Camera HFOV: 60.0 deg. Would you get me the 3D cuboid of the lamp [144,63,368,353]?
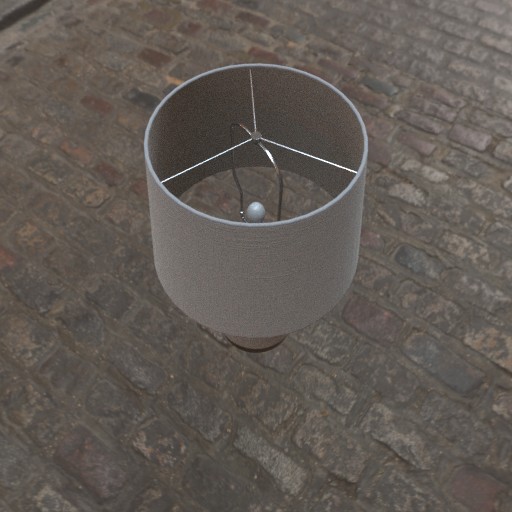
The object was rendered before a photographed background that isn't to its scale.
[{"bbox_3d":[0.000,0.000,0.657,0.285,0.483,0.285,0,59,0],"label":"lamp"}]
